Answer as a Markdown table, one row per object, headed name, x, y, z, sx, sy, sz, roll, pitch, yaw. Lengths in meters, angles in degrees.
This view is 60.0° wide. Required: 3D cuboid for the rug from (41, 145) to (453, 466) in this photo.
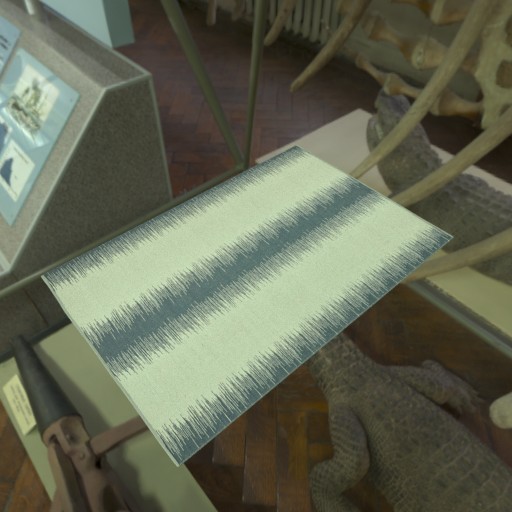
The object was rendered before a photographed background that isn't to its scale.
| name | x | y | z | sx | sy | sz | roll | pitch | yaw |
| --- | --- | --- | --- | --- | --- | --- | --- | --- | --- |
| rug | 0.000 | 0.000 | 2.364 | 1.854 | 0.006 | 1.234 | -32 | 54 | -27 |
